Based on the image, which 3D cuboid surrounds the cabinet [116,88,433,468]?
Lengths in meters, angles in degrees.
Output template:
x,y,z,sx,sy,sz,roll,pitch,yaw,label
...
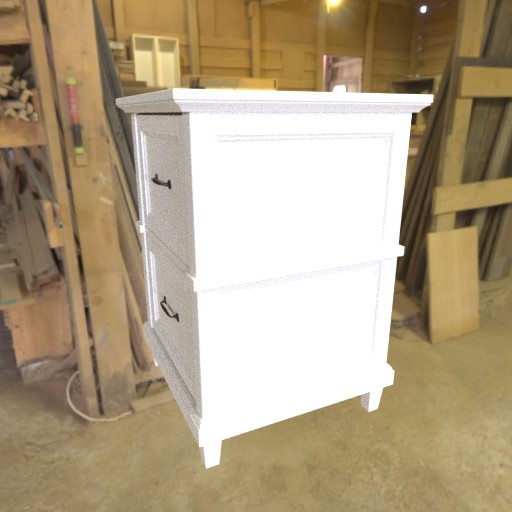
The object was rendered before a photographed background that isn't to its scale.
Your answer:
x,y,z,sx,sy,sz,roll,pitch,yaw,label
0.000,0.000,1.147,0.547,0.775,0.544,-8,20,-24,cabinet
